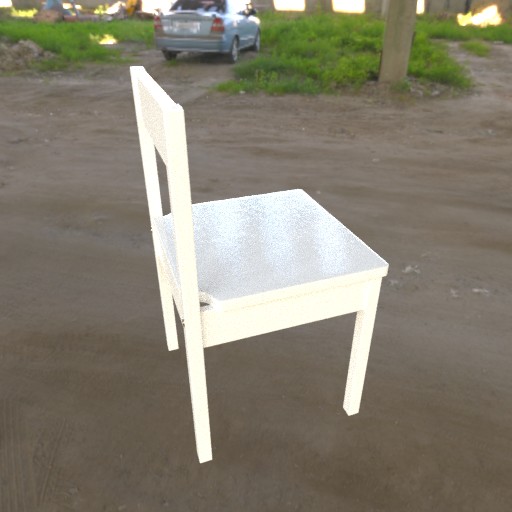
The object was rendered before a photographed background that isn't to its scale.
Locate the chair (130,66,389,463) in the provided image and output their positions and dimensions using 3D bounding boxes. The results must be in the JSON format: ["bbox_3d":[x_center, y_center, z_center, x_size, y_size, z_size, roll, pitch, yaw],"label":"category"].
[{"bbox_3d":[0.000,0.000,0.880,0.361,0.668,0.367,-10,32,-17],"label":"chair"}]
